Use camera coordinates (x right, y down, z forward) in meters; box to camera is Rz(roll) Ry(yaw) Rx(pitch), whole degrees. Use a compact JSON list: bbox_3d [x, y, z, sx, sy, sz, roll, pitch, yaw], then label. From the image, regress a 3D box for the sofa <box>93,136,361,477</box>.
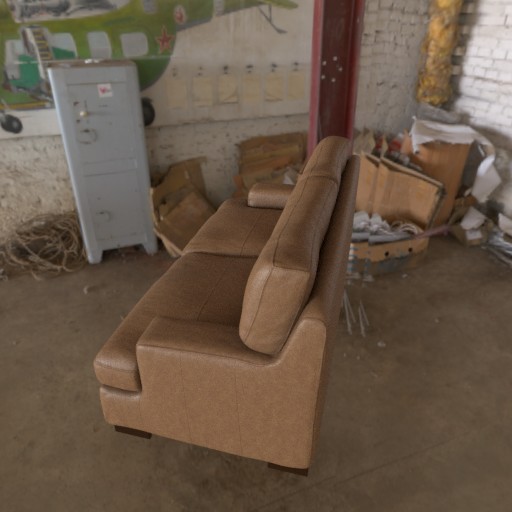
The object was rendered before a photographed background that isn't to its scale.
[{"bbox_3d":[0.000,0.000,2.429,0.962,0.980,1.855,7,31,13],"label":"sofa"}]
